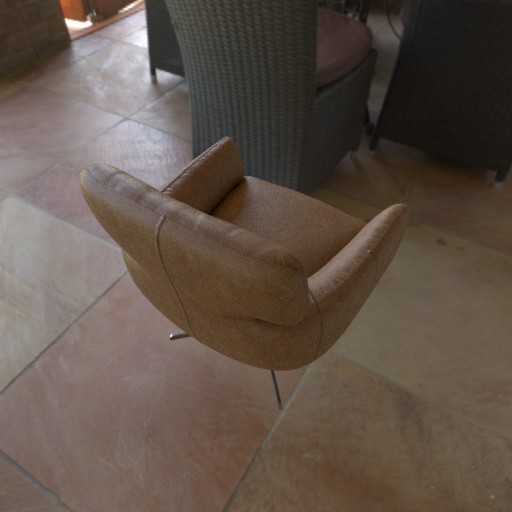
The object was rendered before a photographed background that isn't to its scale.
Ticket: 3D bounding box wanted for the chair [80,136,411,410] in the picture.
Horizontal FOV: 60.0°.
[{"bbox_3d":[0.000,0.000,1.354,0.706,0.812,0.715,26,52,23],"label":"chair"}]
